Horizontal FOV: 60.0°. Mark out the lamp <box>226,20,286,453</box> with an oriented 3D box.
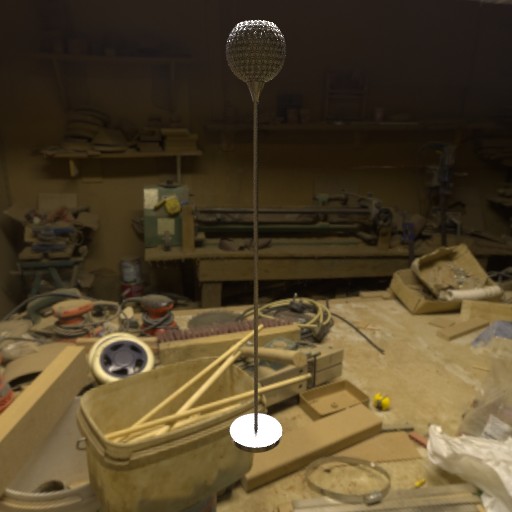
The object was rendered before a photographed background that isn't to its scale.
[{"bbox_3d":[0.000,0.000,1.906,0.254,1.805,0.254,0,16,0],"label":"lamp"}]
